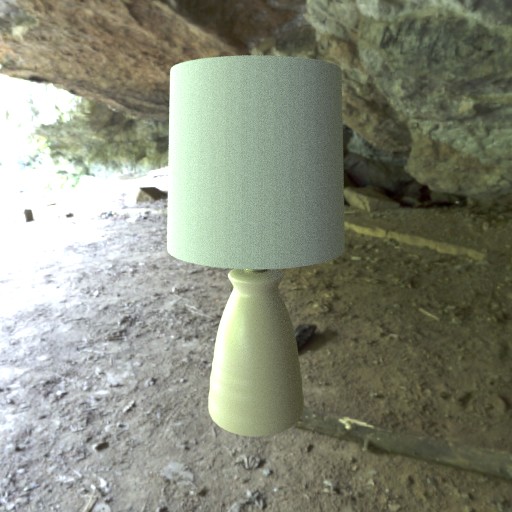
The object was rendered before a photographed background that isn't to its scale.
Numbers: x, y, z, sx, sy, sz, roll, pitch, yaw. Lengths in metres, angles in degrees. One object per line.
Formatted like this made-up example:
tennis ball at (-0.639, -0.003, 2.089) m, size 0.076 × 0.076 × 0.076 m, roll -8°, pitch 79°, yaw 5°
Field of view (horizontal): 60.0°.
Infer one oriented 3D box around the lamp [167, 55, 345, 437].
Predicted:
lamp at (0.000, 0.000, 0.476) m, size 0.186 × 0.369 × 0.186 m, roll 0°, pitch 14°, yaw 0°
